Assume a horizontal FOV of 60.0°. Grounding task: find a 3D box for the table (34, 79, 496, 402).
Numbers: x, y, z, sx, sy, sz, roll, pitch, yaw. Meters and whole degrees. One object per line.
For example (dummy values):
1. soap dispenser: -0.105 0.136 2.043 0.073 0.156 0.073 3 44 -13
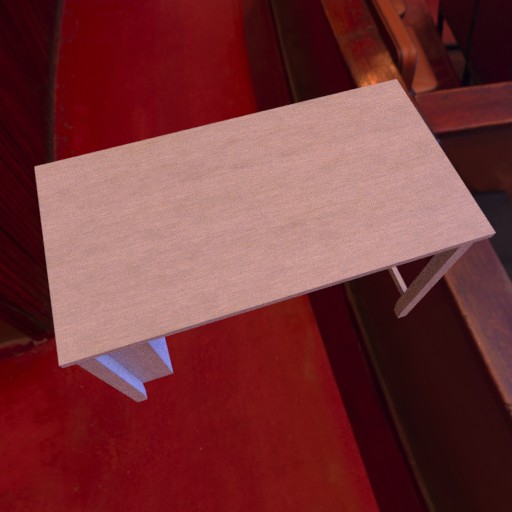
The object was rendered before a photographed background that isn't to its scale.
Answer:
1. table: 0.000 0.000 1.886 1.397 0.874 0.729 -16 65 -8
